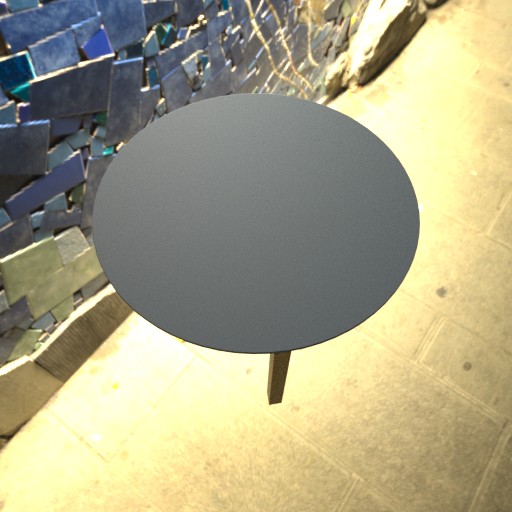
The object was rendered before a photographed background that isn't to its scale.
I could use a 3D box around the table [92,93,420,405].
[{"bbox_3d":[0.000,0.000,0.997,0.600,0.405,0.600,0,58,0],"label":"table"}]
